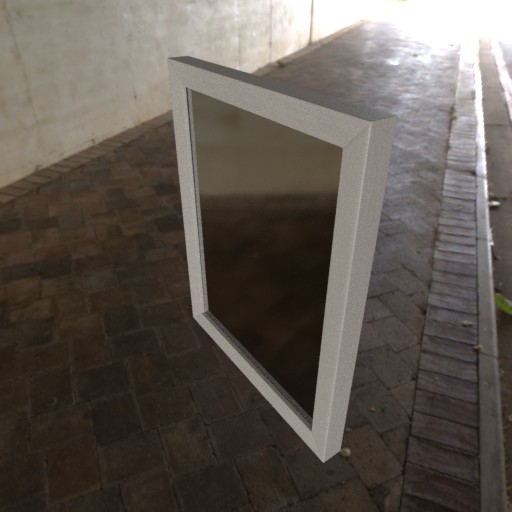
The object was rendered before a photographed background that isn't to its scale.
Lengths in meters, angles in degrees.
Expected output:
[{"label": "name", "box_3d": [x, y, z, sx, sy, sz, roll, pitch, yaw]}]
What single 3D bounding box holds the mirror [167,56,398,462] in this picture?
[{"label": "mirror", "box_3d": [0.000, 0.000, 0.673, 0.041, 0.508, 0.405, -21, 38, -29]}]
